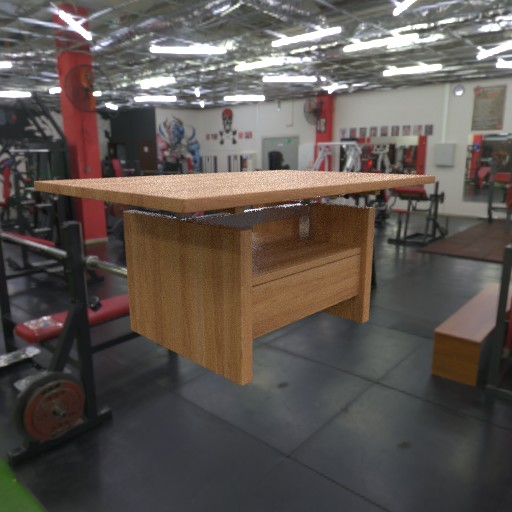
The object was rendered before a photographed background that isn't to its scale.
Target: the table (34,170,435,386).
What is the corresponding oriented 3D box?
[{"bbox_3d":[0.000,0.000,1.471,0.700,0.510,1.100,12,18,42],"label":"table"}]
